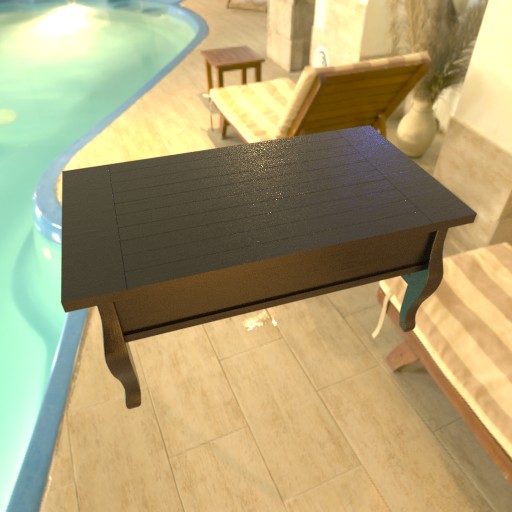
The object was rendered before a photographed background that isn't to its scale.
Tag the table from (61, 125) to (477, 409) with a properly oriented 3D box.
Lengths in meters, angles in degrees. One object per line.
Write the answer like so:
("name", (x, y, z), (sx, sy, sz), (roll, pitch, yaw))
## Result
("table", (0.000, 0.000, 1.438), (1.062, 0.494, 0.600), (-12, 42, -14))
